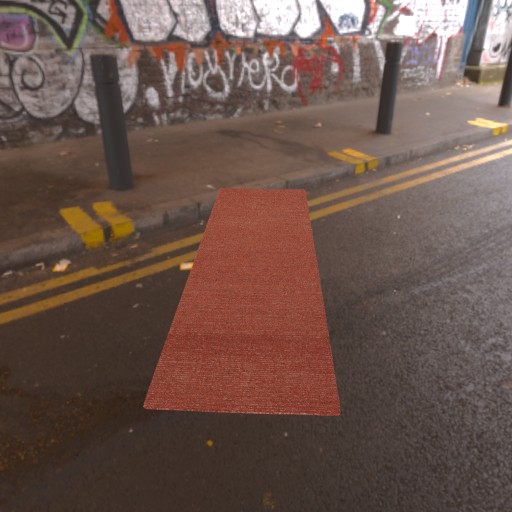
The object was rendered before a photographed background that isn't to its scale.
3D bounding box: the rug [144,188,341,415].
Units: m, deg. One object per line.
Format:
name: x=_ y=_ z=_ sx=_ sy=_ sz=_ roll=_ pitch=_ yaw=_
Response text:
rug: x=0.000 y=0.000 z=2.543 sx=0.687 sy=0.012 sz=2.307 roll=1 pitch=28 yaw=2
